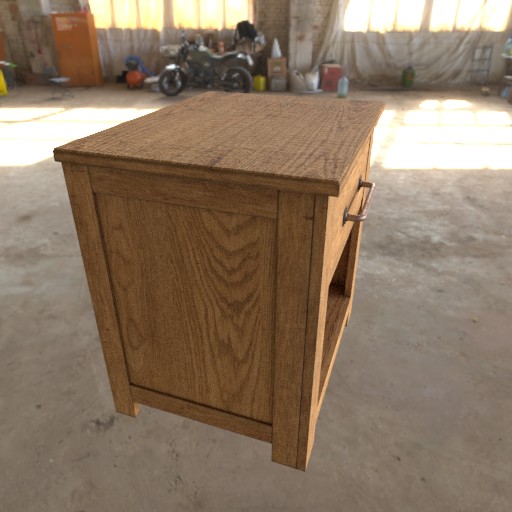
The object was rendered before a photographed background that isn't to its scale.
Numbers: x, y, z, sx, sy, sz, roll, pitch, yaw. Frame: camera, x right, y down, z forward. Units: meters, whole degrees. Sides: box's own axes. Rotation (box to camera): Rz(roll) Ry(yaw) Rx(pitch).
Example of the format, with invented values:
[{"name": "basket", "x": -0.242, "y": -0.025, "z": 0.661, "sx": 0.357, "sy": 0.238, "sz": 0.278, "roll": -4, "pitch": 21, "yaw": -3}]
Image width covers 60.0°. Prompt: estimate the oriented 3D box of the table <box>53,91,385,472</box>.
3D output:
[{"name": "table", "x": 0.000, "y": 0.000, "z": 1.046, "sx": 0.494, "sy": 0.625, "sz": 0.601, "roll": 10, "pitch": 31, "yaw": 17}]
